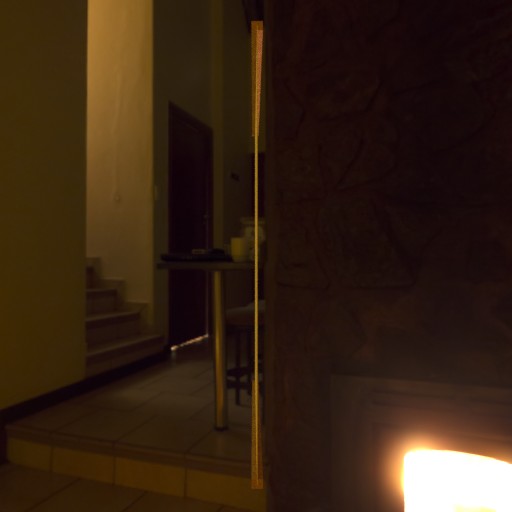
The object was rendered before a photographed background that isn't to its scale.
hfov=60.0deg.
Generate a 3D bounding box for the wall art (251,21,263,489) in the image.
[{"bbox_3d":[0.000,0.000,0.684,0.012,0.508,0.405,0,-1,0],"label":"wall art"}]
